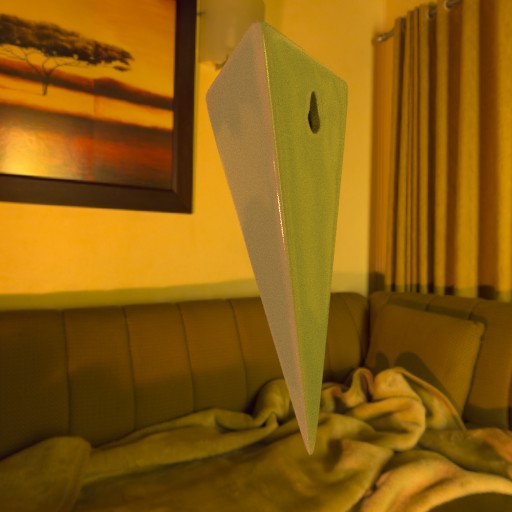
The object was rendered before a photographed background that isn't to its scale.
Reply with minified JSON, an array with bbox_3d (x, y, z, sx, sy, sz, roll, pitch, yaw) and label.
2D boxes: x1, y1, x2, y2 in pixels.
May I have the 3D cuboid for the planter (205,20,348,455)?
[{"bbox_3d":[0.000,0.000,0.216,0.064,0.178,0.080,0,1,35],"label":"planter"}]
